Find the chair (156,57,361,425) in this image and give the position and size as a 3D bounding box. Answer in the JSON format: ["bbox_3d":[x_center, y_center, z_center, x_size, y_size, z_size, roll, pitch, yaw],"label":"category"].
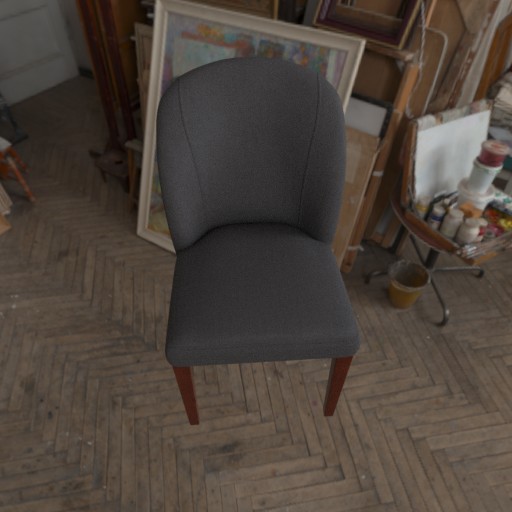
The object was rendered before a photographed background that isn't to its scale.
[{"bbox_3d":[0.000,0.000,1.266,0.506,0.879,0.619,-3,45,-3],"label":"chair"}]
